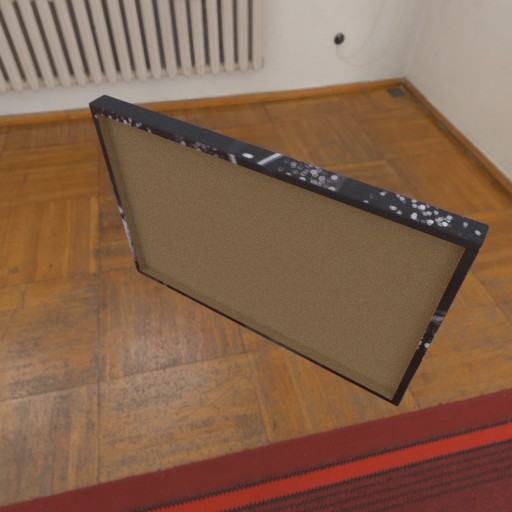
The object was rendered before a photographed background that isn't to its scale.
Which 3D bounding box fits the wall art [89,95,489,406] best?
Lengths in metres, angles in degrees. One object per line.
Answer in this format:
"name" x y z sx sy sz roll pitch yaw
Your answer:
"wall art" 0.000 0.000 0.755 0.609 0.406 0.037 24 51 21
